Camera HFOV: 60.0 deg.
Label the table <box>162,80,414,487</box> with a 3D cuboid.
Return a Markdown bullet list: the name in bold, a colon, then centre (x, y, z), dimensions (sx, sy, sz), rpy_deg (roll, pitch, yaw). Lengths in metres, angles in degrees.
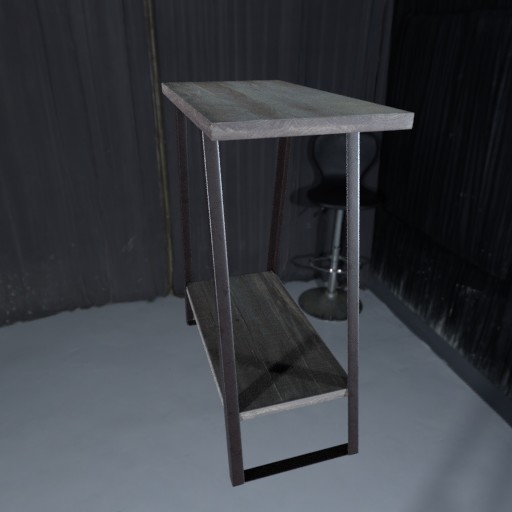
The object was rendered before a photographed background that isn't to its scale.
- **table**: centre (0.000, 0.000, 1.015), dimensions (0.300, 0.701, 0.599), rpy_deg (-8, 27, -15)
